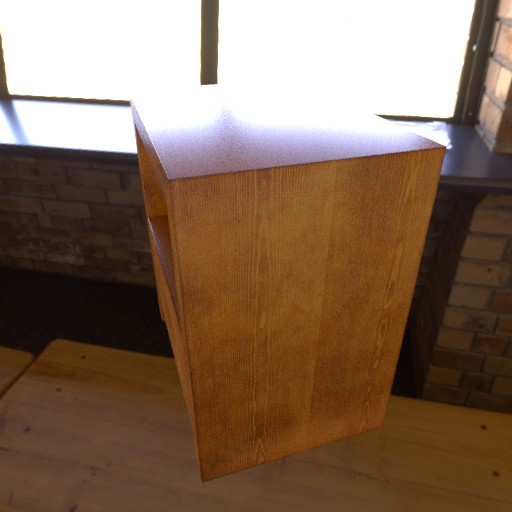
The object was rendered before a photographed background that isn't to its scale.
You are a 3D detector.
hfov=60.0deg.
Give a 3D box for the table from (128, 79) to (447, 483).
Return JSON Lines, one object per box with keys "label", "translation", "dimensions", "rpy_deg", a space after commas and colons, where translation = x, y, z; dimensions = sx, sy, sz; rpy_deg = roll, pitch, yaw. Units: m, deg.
{"label": "table", "translation": [0.000, 0.000, 0.953], "dimensions": [0.400, 0.605, 0.550], "rpy_deg": [-10, 33, -16]}
